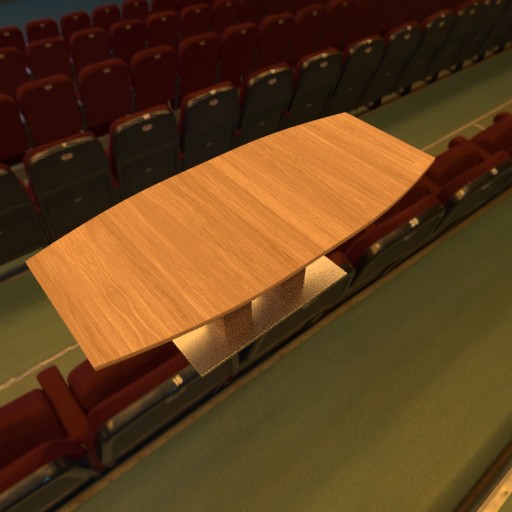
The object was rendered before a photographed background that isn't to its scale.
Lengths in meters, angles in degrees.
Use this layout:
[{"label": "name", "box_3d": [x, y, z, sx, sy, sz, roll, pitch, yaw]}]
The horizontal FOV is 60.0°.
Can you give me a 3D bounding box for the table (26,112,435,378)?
[{"label": "table", "box_3d": [0.000, 0.000, 2.453, 2.032, 0.750, 0.900, -31, 53, -26]}]
